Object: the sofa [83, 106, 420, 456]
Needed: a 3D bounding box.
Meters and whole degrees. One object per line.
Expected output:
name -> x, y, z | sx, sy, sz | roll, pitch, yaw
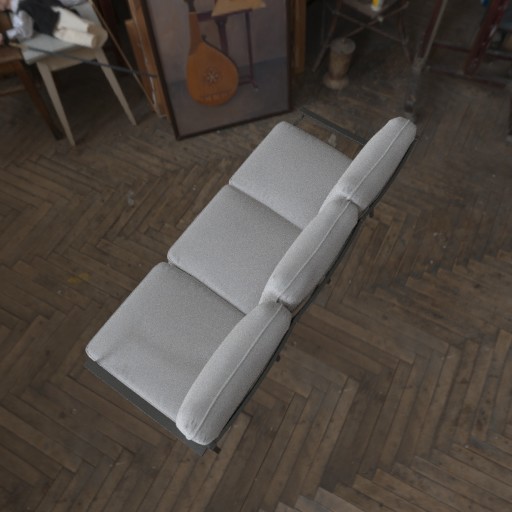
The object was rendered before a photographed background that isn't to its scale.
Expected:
sofa -> 0.000, 0.000, 2.194 | 0.787, 0.860, 1.740 | 31, 67, 15
